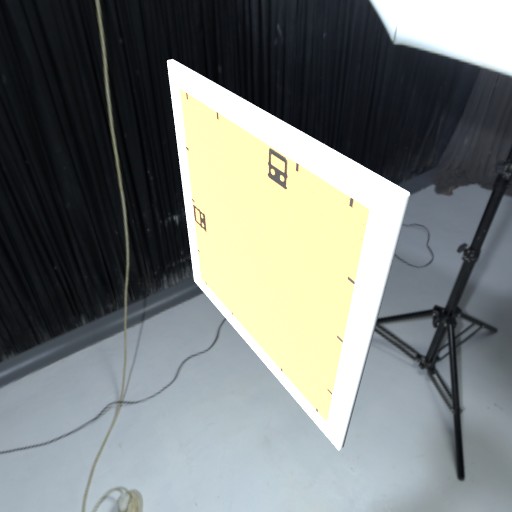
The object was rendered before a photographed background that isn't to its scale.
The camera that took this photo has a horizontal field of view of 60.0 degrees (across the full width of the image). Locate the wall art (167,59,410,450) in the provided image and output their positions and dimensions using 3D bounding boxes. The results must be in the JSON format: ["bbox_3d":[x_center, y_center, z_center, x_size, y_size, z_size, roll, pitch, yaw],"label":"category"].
[{"bbox_3d":[0.000,0.000,0.860,0.013,0.584,0.584,-24,46,-26],"label":"wall art"}]
